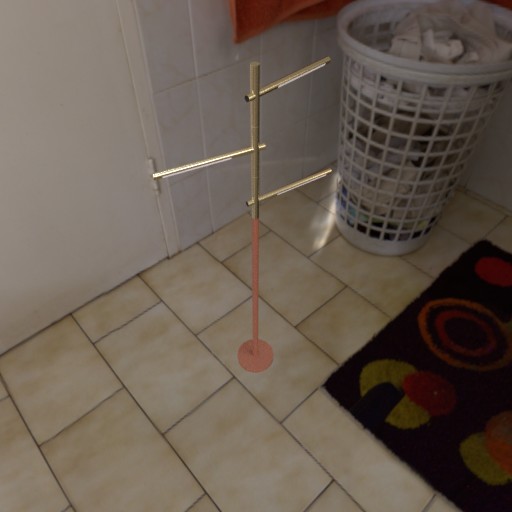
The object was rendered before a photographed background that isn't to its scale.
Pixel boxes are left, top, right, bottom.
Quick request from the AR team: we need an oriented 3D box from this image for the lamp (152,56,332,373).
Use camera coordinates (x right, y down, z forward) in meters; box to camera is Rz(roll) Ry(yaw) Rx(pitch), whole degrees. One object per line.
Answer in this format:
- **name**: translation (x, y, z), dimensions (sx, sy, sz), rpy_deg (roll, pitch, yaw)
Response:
- **lamp**: translation (0.000, 0.000, 1.964), dimensions (0.737, 1.704, 0.209), rpy_deg (-31, 54, -26)
